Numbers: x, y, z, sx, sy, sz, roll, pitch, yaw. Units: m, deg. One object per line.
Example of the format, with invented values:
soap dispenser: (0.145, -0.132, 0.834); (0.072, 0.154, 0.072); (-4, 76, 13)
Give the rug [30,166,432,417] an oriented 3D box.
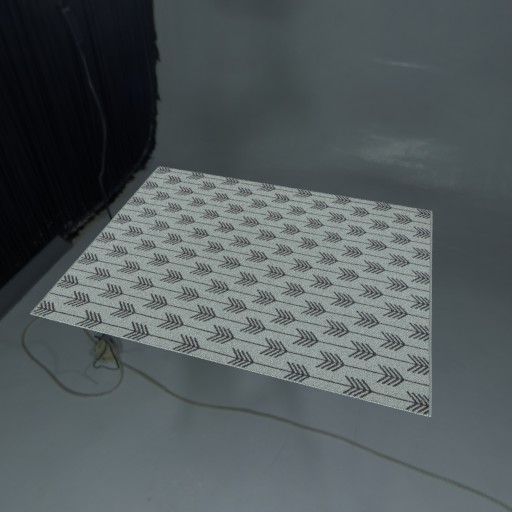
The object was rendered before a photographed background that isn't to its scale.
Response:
rug: (0.000, 0.000, 4.020); (3.061, 0.010, 2.330); (11, 44, 12)
